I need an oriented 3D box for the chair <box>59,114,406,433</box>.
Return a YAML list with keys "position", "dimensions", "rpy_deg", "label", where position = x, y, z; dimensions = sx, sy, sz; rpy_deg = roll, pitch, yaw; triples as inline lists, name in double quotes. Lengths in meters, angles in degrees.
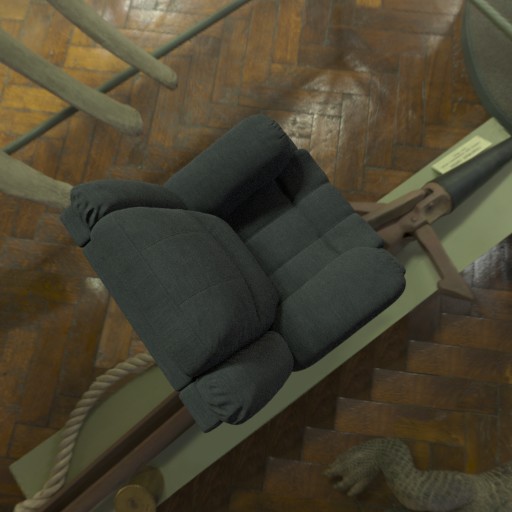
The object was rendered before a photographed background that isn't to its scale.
- position: [0.000, 0.000, 1.709]
  dimensions: [0.944, 1.008, 0.899]
  rpy_deg: [-36, 78, -9]
  label: "chair"
